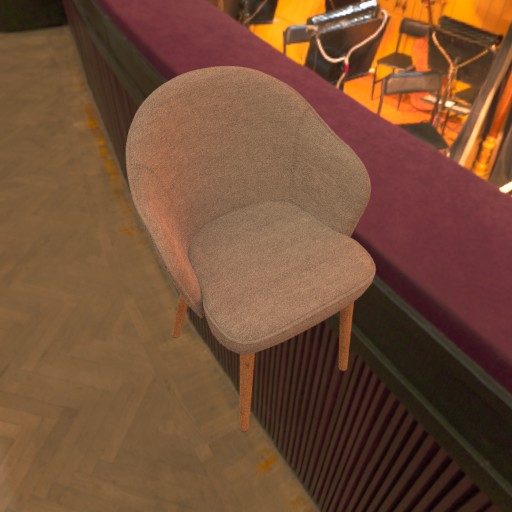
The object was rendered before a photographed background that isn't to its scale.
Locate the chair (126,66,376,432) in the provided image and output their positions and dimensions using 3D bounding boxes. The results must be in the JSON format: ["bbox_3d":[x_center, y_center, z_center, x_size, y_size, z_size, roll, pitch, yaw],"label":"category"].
[{"bbox_3d":[0.000,0.000,1.167,0.540,0.800,0.530,-24,50,-22],"label":"chair"}]
